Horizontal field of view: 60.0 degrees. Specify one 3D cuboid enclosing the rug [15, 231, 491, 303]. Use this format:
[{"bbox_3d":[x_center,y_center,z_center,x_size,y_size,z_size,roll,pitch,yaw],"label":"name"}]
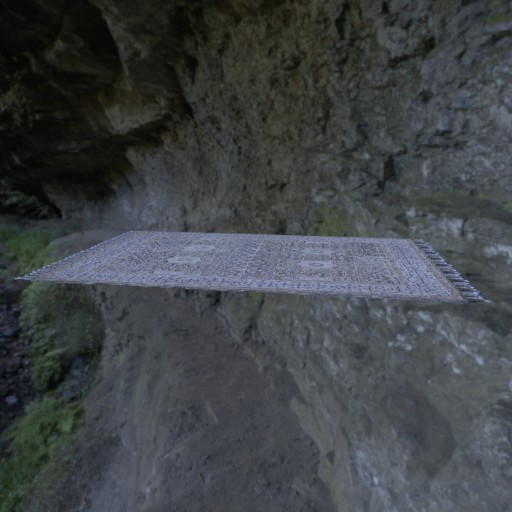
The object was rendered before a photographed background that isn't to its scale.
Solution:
[{"bbox_3d":[0.000,0.000,2.445,2.029,0.010,1.237,2,14,9],"label":"rug"}]
